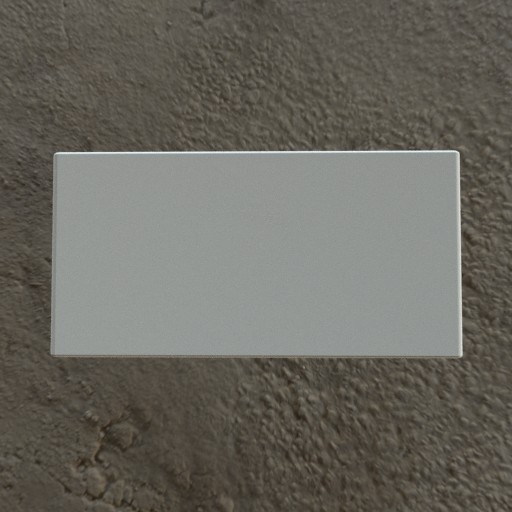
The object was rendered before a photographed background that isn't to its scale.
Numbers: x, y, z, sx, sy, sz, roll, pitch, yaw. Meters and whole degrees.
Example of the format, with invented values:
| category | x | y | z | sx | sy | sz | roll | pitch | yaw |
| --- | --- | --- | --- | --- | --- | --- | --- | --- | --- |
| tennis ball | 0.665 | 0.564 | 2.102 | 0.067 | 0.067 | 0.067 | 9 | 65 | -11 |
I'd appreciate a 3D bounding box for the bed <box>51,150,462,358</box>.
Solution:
| category | x | y | z | sx | sy | sz | roll | pitch | yaw |
| --- | --- | --- | --- | --- | --- | --- | --- | --- | --- |
| bed | 0.000 | 0.000 | 2.345 | 1.902 | 0.616 | 0.961 | 0 | 88 | 1 |
